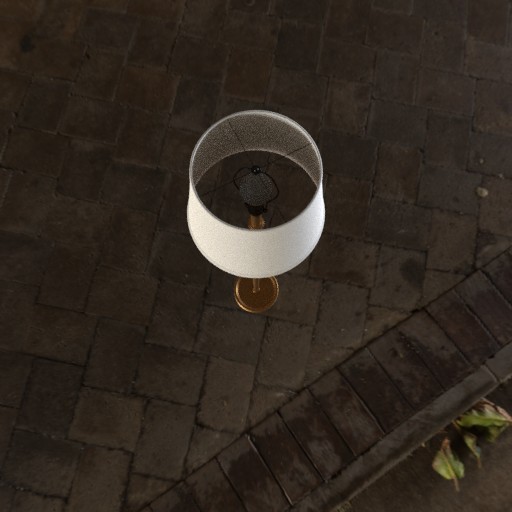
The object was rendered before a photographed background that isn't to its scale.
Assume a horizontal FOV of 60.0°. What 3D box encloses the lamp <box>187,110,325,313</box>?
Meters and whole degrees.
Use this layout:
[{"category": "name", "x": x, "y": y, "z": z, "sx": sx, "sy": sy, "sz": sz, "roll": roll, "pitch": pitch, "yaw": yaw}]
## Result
[{"category": "lamp", "x": 0.000, "y": 0.000, "z": 0.799, "sx": 0.178, "sy": 0.710, "sz": 0.178, "roll": 0, "pitch": 75, "yaw": 0}]
